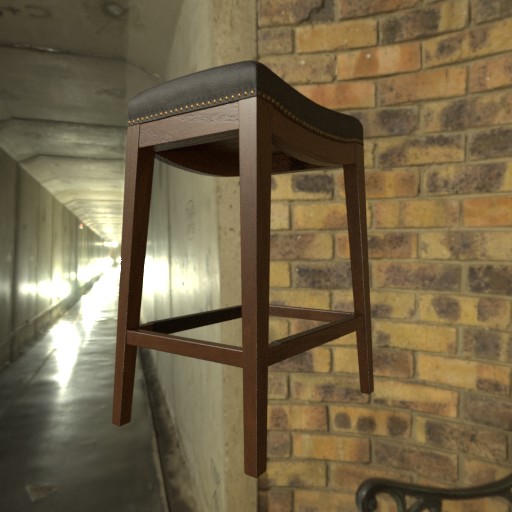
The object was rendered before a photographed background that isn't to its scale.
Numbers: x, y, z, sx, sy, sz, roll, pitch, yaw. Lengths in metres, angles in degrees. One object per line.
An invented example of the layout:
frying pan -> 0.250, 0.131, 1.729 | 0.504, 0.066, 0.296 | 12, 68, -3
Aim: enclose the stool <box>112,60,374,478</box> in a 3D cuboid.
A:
stool -> 0.000, 0.000, 0.967 | 0.353, 0.664, 0.490 | 1, 2, 36
